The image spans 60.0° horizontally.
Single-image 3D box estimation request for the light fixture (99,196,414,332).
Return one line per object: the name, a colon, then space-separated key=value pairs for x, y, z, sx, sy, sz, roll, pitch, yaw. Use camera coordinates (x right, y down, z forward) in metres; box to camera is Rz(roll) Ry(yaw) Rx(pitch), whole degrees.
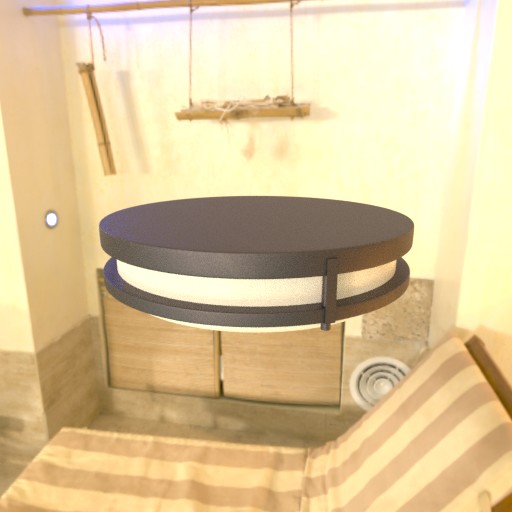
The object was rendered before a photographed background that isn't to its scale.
light fixture: x=0.000 y=0.000 z=0.539 sx=0.356 sy=0.102 sz=0.356 roll=0 pitch=15 yaw=0
